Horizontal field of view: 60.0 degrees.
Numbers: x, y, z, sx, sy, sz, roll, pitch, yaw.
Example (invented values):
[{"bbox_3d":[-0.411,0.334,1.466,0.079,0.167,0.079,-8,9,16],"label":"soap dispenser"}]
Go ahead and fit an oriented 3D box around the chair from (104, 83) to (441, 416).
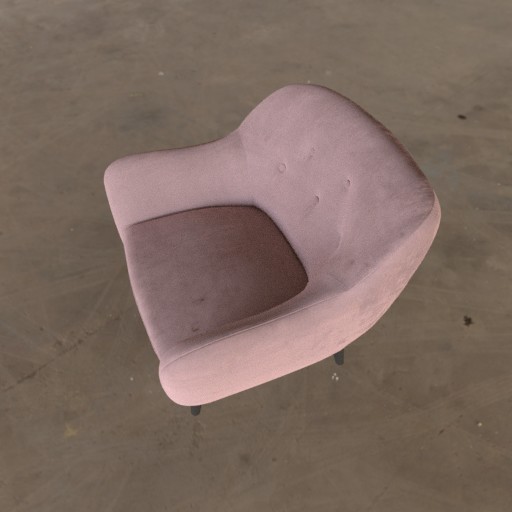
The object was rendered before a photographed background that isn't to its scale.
[{"bbox_3d":[0.000,0.000,1.474,0.820,0.820,0.840,-17,50,-15],"label":"chair"}]
